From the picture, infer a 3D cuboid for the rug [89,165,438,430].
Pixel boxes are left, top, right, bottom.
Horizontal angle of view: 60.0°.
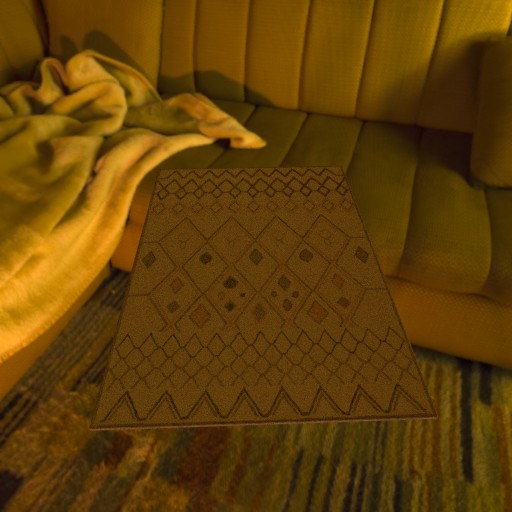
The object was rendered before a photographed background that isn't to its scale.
[{"bbox_3d":[0.000,0.000,2.244,1.219,0.016,1.829,-1,40,-2],"label":"rug"}]
